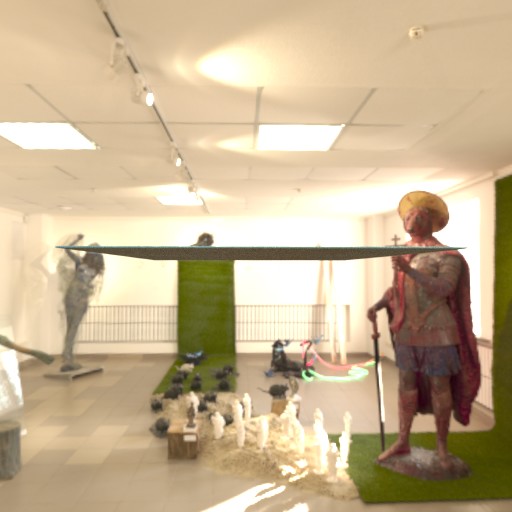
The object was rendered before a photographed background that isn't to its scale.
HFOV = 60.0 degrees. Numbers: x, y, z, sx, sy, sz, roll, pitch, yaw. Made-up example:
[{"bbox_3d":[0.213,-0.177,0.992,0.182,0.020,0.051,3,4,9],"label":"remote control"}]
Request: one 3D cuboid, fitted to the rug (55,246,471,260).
[{"bbox_3d":[0.000,0.000,3.994,2.363,0.012,2.980,0,-2,-2],"label":"rug"}]
